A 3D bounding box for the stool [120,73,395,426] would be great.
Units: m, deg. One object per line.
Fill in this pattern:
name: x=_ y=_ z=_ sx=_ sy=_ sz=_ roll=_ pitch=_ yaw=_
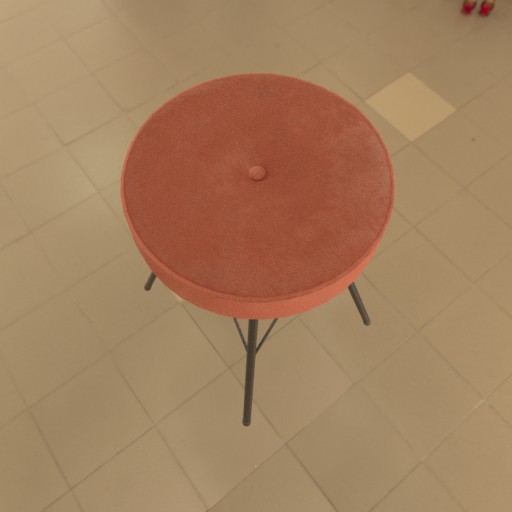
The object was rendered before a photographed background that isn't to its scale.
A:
stool: x=0.000 y=0.000 z=0.911 sx=0.421 sy=0.593 sz=0.457 roll=-36 pitch=70 yaw=-15
